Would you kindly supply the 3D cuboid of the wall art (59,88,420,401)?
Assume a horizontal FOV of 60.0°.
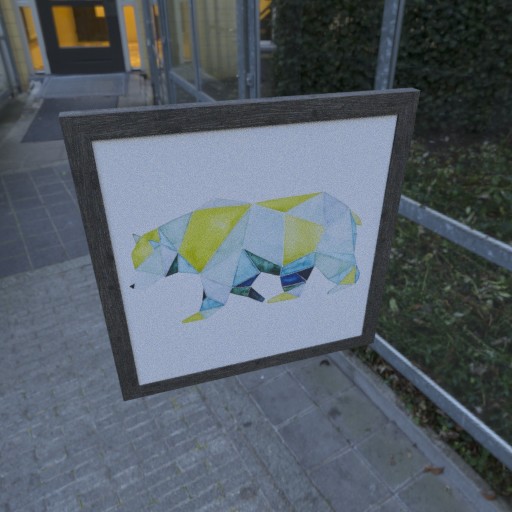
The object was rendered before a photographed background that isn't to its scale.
[{"bbox_3d":[0.000,0.000,0.675,0.462,0.459,0.027,-9,33,-15],"label":"wall art"}]
